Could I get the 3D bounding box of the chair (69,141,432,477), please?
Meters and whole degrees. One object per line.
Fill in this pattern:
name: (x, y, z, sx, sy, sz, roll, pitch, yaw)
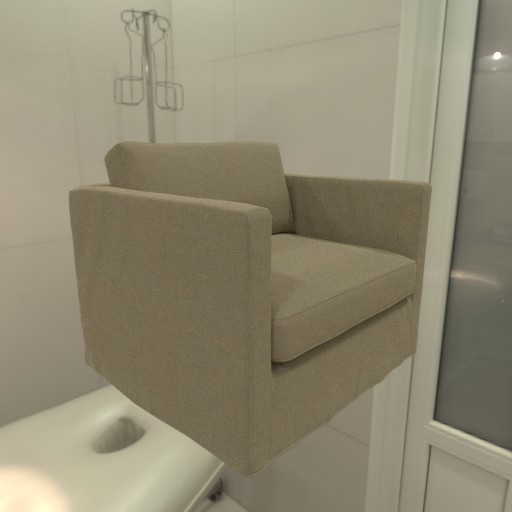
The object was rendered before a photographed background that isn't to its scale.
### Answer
chair: (0.000, 0.000, 1.716, 0.949, 0.863, 1.057, 13, 19, 42)
